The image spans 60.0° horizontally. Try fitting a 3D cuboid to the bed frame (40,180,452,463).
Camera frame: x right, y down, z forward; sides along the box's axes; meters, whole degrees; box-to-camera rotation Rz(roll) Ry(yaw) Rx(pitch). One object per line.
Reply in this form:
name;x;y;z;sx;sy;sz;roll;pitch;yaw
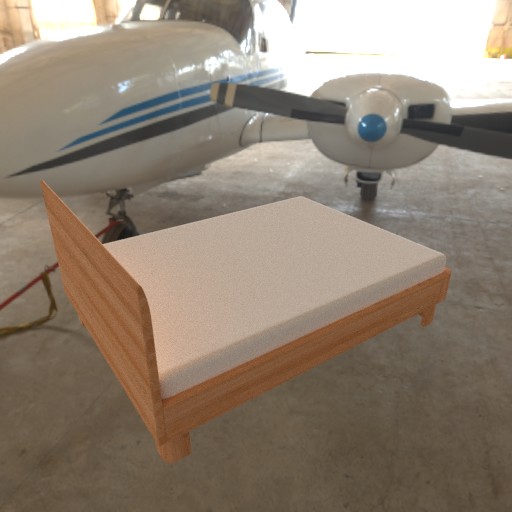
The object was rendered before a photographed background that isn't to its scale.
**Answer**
bed frame;0.000;0.000;2.719;1.992;0.940;1.472;-17;31;-31
